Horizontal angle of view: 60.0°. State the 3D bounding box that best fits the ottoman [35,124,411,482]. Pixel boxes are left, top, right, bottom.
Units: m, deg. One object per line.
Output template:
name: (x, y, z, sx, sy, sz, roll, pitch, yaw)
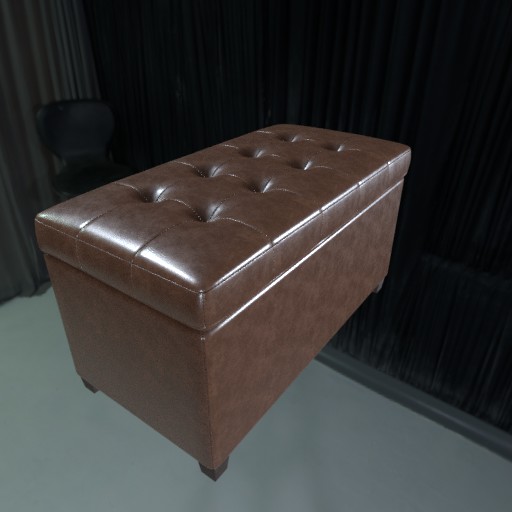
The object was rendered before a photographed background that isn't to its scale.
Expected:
ottoman: (0.000, 0.000, 1.098, 0.432, 0.470, 0.838, 20, 36, 31)
